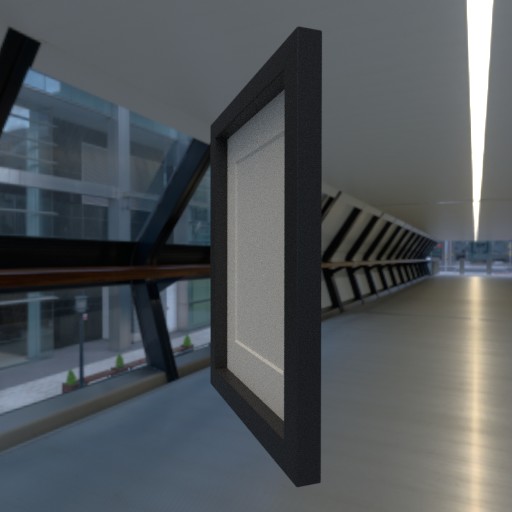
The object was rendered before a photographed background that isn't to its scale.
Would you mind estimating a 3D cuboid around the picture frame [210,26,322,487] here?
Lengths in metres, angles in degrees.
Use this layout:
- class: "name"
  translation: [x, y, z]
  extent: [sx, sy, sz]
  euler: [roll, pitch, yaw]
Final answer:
- class: "picture frame"
  translation: [0.000, 0.000, 0.518]
  extent: [0.036, 0.383, 0.307]
  euler: [0, 1, -19]
